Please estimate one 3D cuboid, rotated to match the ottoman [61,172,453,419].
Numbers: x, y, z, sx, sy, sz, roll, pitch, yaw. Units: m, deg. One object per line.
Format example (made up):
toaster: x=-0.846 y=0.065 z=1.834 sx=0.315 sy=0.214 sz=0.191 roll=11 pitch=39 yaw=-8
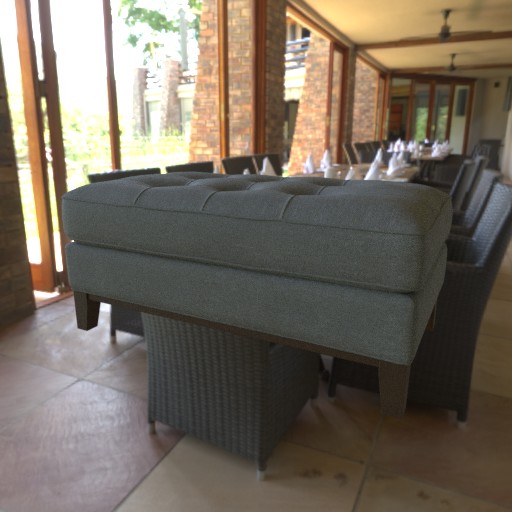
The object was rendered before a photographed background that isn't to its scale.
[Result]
ottoman: x=0.000 y=0.000 z=1.476 sx=1.143 sy=0.514 sz=0.648 roll=8 pitch=17 yaw=27
